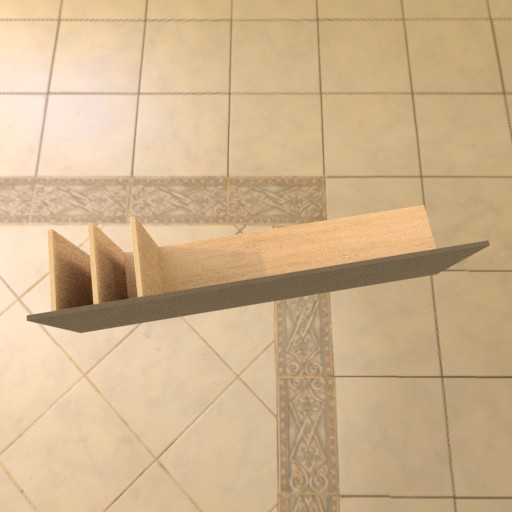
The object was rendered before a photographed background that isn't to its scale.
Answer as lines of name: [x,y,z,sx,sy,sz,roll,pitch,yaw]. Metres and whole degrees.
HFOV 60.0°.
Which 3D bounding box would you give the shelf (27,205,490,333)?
shelf: [0.000,0.000,1.132,1.020,0.300,0.200,-9,75,-2]
